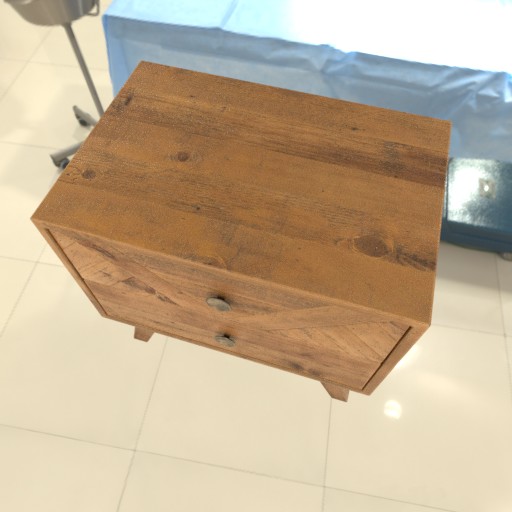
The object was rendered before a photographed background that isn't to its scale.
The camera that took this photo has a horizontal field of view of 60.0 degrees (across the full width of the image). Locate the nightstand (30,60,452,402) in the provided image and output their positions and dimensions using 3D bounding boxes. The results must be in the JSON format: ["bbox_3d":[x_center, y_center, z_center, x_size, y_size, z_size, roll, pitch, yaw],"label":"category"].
[{"bbox_3d":[0.000,0.000,1.042,0.650,0.599,0.450,14,60,9],"label":"nightstand"}]
